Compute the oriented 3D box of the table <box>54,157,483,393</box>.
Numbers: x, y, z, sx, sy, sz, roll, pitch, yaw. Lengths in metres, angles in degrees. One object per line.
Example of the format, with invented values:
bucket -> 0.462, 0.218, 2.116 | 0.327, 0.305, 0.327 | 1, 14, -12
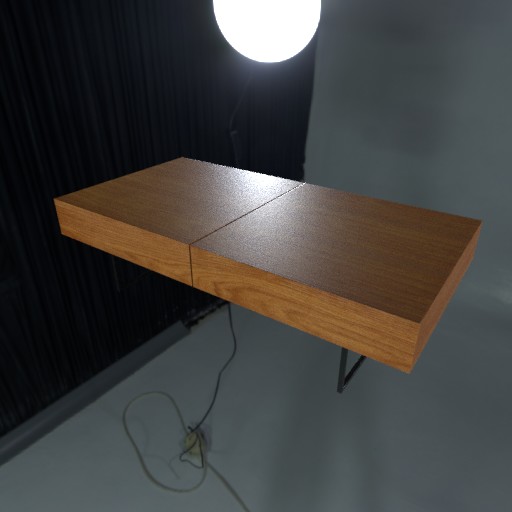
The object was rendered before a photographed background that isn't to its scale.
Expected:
table -> 0.000, 0.000, 1.455 | 1.194, 0.330, 0.610 | 18, 33, 30
